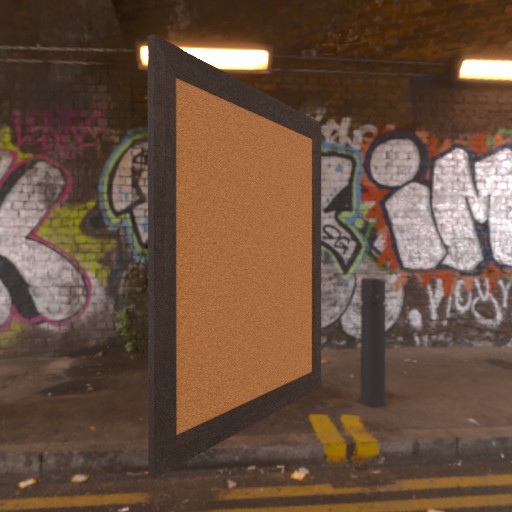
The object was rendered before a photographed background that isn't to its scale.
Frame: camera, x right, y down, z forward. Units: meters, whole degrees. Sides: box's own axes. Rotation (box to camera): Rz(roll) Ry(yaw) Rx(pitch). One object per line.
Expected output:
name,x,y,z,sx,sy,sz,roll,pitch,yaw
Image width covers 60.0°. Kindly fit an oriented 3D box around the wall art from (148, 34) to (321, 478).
wall art,0.000,0.000,0.767,0.013,0.570,0.476,0,0,35
